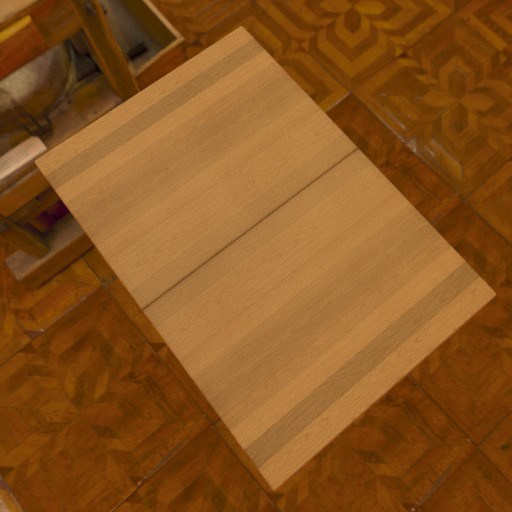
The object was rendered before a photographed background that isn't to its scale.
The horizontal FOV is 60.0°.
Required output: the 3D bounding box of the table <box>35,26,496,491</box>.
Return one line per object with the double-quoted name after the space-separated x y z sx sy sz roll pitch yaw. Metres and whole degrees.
0.000 0.000 1.811 0.900 0.770 1.300 -37 78 -9 "table"
